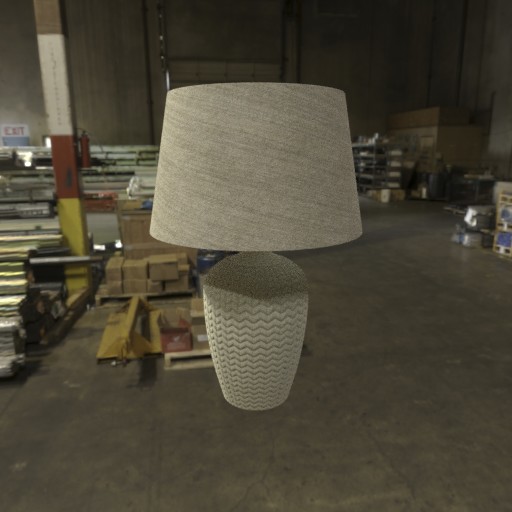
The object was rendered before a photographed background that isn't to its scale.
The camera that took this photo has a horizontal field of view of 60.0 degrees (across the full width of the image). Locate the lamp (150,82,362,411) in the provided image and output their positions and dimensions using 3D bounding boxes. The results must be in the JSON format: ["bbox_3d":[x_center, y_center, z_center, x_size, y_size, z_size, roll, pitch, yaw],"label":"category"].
[{"bbox_3d":[0.000,0.000,0.846,0.390,0.580,0.390,0,13,0],"label":"lamp"}]
